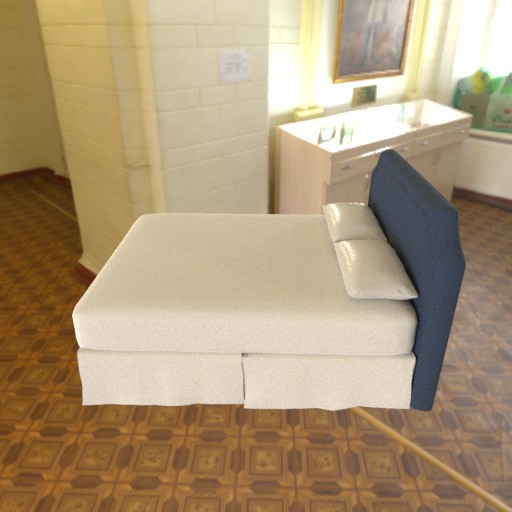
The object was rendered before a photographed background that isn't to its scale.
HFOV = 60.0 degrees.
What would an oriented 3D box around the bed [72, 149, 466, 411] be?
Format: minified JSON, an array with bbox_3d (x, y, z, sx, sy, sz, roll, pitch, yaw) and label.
[{"bbox_3d":[0.000,0.000,3.317,2.260,1.297,1.831,1,27,1],"label":"bed"}]
